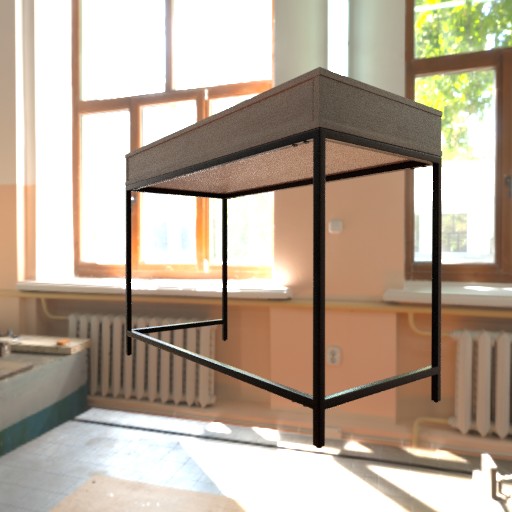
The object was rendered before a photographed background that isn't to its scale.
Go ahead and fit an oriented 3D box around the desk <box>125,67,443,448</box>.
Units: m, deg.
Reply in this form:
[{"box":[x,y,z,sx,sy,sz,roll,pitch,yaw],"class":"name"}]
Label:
[{"box":[0.000,0.000,1.426,0.470,0.762,1.016,-1,1,-38],"class":"desk"}]
